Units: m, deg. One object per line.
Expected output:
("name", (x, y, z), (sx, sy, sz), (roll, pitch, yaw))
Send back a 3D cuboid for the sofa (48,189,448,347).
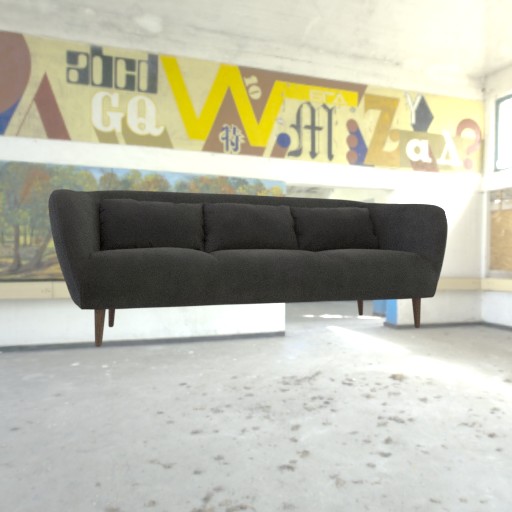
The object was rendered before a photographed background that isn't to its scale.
("sofa", (0.000, 0.000, 2.770), (2.296, 0.875, 0.956), (0, 0, -17))
